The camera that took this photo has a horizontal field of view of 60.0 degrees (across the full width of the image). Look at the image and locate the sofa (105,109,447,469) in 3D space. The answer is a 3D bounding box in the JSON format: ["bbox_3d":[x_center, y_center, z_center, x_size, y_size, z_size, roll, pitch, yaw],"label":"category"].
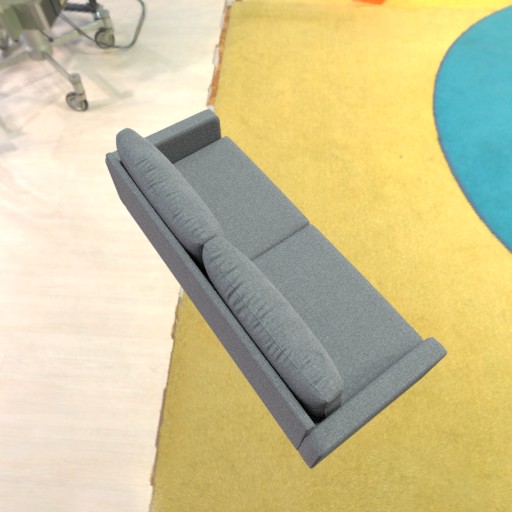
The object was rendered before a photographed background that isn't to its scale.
[{"bbox_3d":[0.000,0.000,2.690,0.880,0.880,2.200,-31,63,-18],"label":"sofa"}]
